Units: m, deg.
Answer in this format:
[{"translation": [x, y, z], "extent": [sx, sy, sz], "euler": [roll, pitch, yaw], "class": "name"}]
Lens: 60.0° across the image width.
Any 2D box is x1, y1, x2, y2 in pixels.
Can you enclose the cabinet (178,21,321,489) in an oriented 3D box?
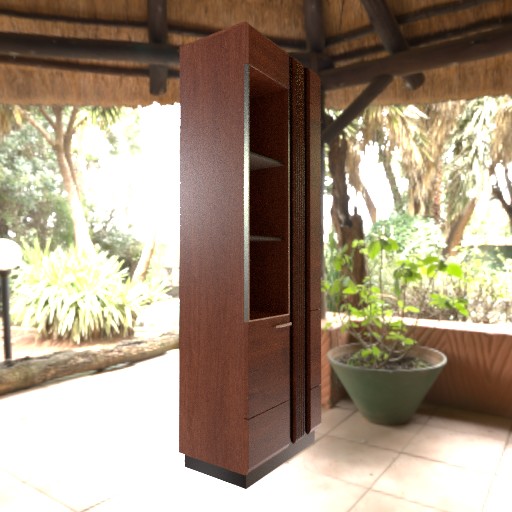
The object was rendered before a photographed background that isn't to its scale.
[{"translation": [0.000, 0.000, 2.234], "extent": [0.420, 1.980, 0.660], "euler": [-1, -1, 35], "class": "cabinet"}]
